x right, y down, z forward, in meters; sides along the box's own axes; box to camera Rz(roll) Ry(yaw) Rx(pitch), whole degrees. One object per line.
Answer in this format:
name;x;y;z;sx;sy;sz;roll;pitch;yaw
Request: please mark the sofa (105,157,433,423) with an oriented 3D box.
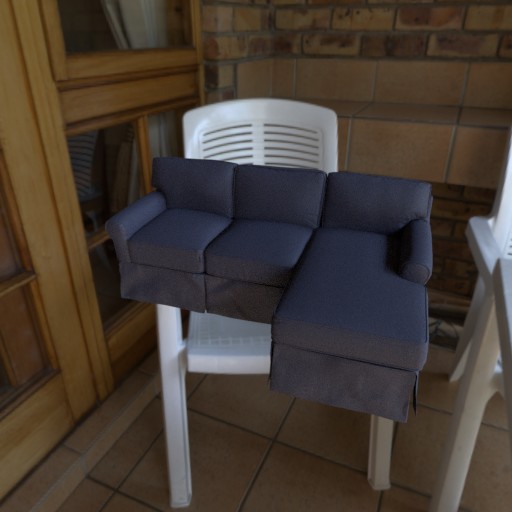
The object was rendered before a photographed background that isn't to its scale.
sofa;0.000;0.000;3.363;2.518;1.039;1.637;9;29;16
